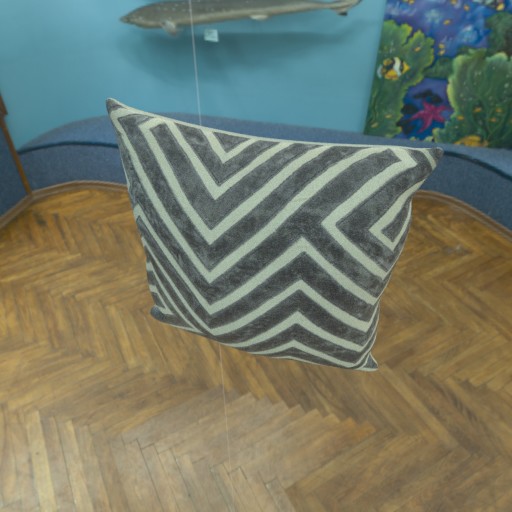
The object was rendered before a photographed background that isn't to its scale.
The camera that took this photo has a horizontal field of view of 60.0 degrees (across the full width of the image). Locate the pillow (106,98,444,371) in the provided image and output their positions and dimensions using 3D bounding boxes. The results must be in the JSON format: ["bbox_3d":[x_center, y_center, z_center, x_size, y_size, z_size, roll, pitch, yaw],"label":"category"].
[{"bbox_3d":[0.000,0.000,0.679,0.440,0.441,0.182,12,43,13],"label":"pillow"}]
